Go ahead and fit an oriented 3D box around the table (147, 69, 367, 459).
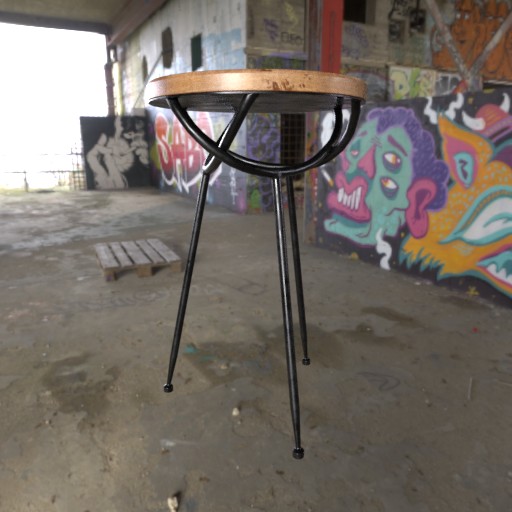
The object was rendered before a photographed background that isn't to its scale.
[{"bbox_3d":[0.000,0.000,0.921,0.414,0.664,0.418,-2,14,-8],"label":"table"}]
